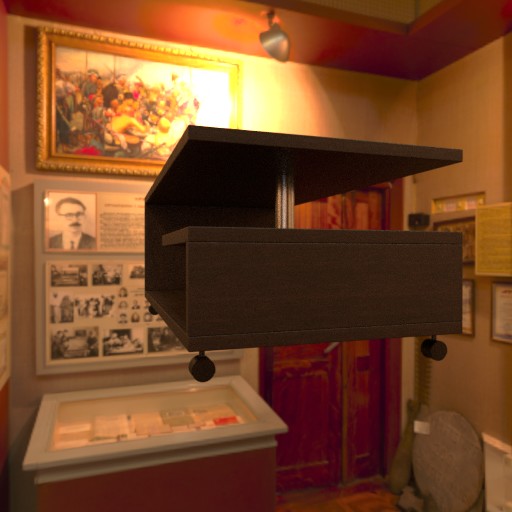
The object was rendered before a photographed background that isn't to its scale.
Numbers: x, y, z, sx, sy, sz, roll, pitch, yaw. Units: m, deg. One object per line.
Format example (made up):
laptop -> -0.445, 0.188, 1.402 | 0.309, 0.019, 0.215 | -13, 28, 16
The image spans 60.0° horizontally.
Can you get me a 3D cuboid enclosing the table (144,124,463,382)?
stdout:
table -> 0.000, 0.000, 1.357 | 0.590, 0.460, 1.050 | 0, 0, -18
